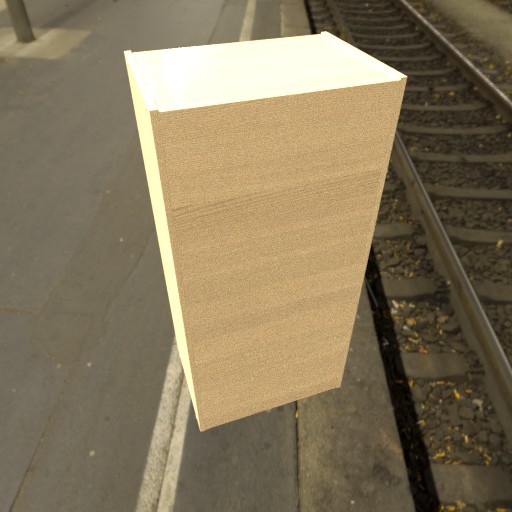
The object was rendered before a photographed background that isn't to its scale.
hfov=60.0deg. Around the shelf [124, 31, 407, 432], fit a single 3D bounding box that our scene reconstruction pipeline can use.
[{"bbox_3d":[0.000,0.000,1.051,0.417,0.876,0.292,-13,42,-15],"label":"shelf"}]
